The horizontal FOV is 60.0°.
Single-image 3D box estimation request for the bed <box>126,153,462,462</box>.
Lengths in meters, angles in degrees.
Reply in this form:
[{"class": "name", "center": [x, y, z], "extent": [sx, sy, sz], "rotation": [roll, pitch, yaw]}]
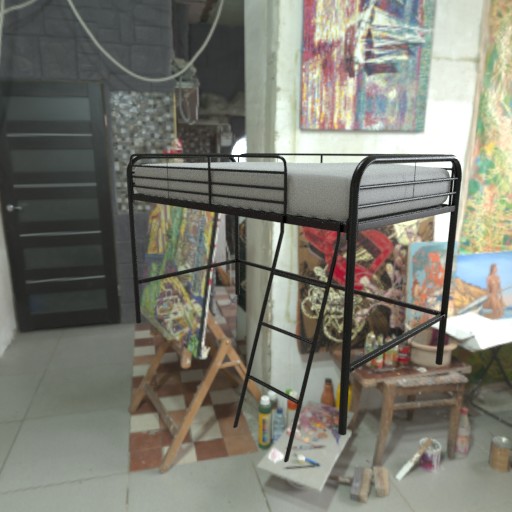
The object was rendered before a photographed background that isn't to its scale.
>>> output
[{"class": "bed", "center": [0.000, 0.000, 2.873], "extent": [1.393, 1.289, 1.968], "rotation": [-12, 18, -42]}]
